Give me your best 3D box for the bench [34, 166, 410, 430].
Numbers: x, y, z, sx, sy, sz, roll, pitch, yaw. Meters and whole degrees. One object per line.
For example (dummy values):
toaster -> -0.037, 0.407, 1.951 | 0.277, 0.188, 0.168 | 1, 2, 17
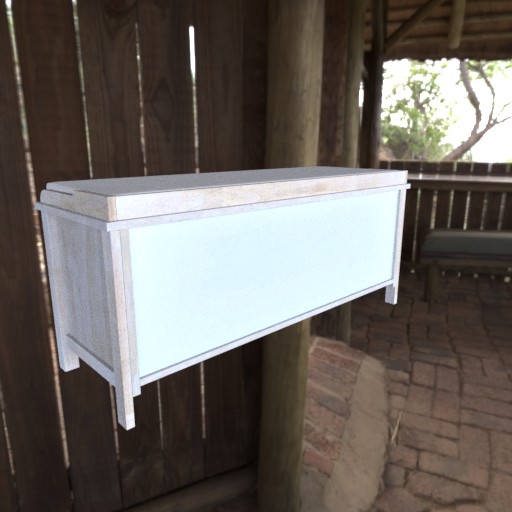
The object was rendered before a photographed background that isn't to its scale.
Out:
bench -> 0.000, 0.000, 1.391 | 1.140, 0.501, 0.398 | -13, 20, -42
